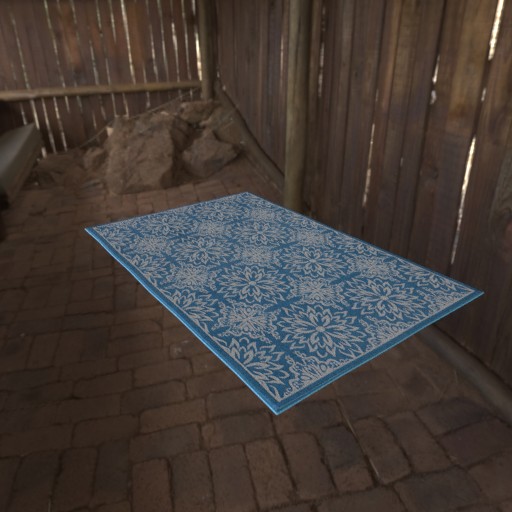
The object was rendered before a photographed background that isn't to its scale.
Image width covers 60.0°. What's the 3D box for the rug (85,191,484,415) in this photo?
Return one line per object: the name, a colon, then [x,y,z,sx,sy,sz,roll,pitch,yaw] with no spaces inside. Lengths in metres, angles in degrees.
rug: [0.000,0.000,3.534,1.830,0.018,2.769,-18,32,-32]
